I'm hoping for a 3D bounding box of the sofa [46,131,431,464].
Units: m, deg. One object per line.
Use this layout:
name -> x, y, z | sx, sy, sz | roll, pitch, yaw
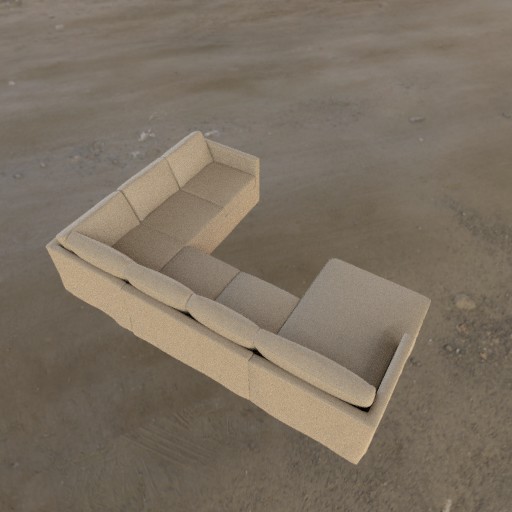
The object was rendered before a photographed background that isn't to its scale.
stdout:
sofa -> 0.000, 0.000, 4.648 | 3.528, 0.878, 2.476 | 24, 51, 21
